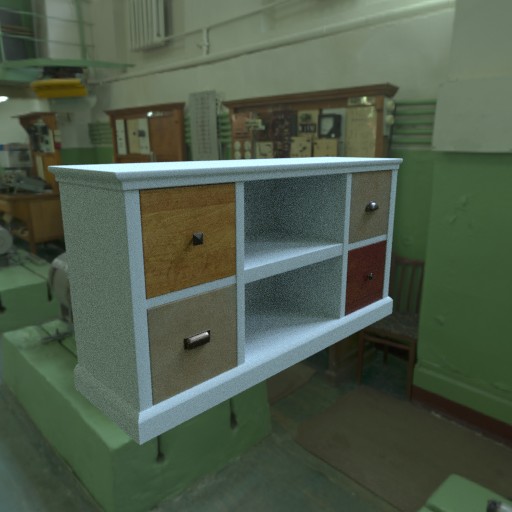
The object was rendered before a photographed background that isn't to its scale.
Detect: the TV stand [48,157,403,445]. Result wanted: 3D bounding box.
[{"bbox_3d":[0.000,0.000,1.494,1.187,0.624,0.424,-14,20,-43],"label":"TV stand"}]
